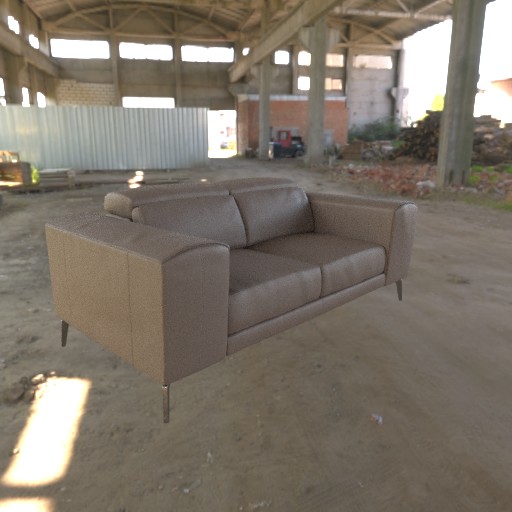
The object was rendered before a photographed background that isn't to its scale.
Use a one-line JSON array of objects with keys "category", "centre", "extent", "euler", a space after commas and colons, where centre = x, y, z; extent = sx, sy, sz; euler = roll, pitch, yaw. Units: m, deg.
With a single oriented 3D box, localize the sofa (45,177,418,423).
[{"category": "sofa", "centre": [0.000, 0.000, 2.465], "extent": [1.003, 0.779, 1.895], "euler": [14, 20, 43]}]
